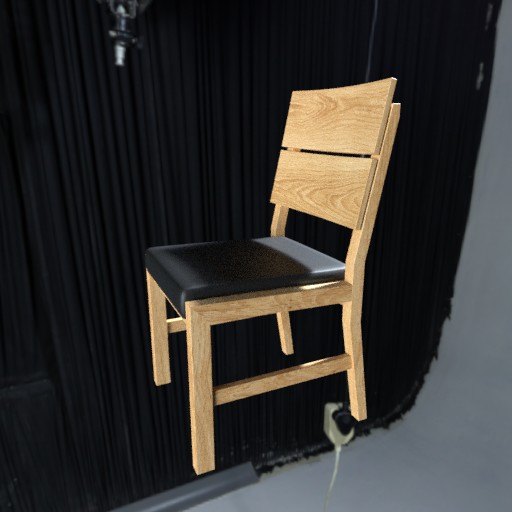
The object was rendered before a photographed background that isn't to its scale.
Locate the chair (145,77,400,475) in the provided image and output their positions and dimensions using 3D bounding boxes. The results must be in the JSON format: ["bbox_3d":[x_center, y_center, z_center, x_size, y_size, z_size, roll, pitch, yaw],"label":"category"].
[{"bbox_3d":[0.000,0.000,1.295,0.569,0.950,0.475,-7,18,-24],"label":"chair"}]
